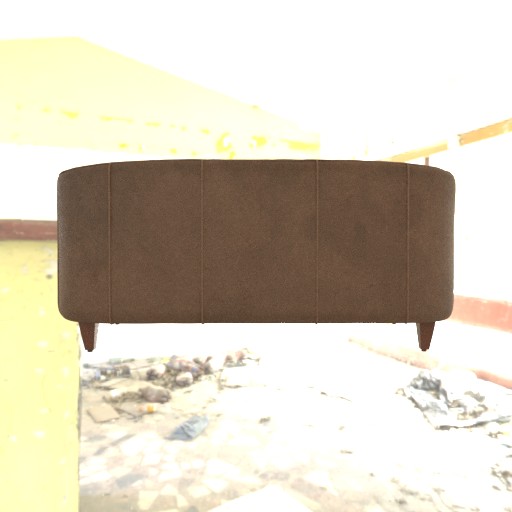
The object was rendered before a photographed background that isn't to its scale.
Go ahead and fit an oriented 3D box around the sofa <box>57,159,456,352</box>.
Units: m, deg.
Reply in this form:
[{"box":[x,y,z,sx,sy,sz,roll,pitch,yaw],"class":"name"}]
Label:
[{"box":[0.000,0.000,2.208,1.767,0.799,0.917,0,1,0],"class":"sofa"}]
